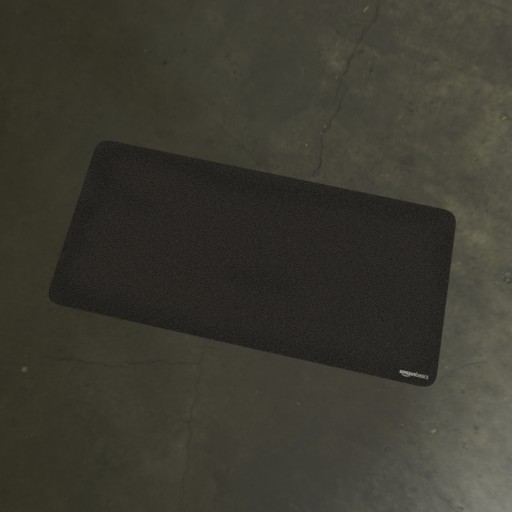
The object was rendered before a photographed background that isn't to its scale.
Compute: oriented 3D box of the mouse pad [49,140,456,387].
[{"bbox_3d":[0.000,0.000,1.050,0.907,0.003,0.424,12,78,3],"label":"mouse pad"}]
